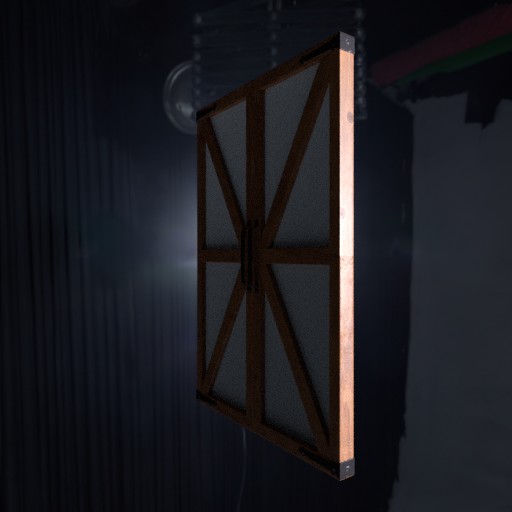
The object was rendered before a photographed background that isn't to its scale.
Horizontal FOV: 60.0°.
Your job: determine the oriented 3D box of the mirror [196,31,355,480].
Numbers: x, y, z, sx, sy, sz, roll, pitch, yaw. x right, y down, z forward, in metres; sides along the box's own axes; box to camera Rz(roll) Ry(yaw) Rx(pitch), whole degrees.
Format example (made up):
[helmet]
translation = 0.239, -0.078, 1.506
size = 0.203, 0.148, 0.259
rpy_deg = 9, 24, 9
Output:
[mirror]
translation = 0.000, 0.000, 0.962
size = 0.053, 0.761, 0.517
rpy_deg = 0, 0, -36
